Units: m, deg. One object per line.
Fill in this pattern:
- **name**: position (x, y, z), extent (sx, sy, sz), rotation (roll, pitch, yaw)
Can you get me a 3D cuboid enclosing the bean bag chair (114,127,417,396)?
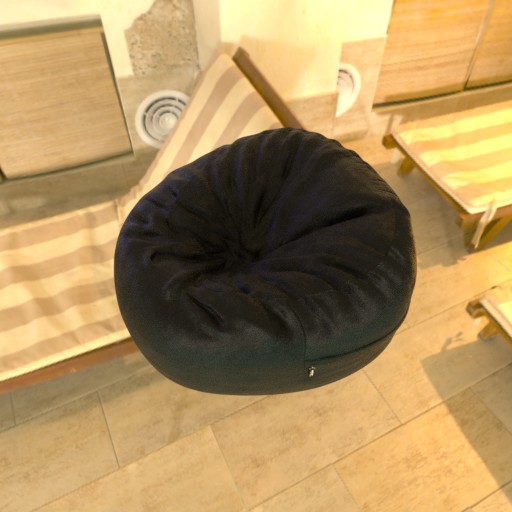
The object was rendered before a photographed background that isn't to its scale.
- **bean bag chair**: position (0.000, 0.000, 2.425), extent (1.524, 0.878, 1.524), rotation (-16, 50, -14)
